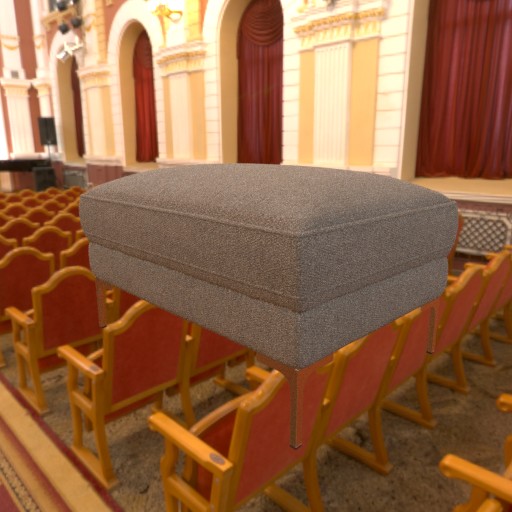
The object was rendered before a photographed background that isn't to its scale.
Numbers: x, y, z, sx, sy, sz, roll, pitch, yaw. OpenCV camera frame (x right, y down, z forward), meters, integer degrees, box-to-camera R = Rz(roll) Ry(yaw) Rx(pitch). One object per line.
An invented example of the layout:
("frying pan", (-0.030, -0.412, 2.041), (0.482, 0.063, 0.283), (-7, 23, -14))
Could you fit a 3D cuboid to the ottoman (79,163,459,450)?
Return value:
("ottoman", (0.000, 0.000, 1.149), (0.583, 0.464, 0.785), (-13, 19, -43))
